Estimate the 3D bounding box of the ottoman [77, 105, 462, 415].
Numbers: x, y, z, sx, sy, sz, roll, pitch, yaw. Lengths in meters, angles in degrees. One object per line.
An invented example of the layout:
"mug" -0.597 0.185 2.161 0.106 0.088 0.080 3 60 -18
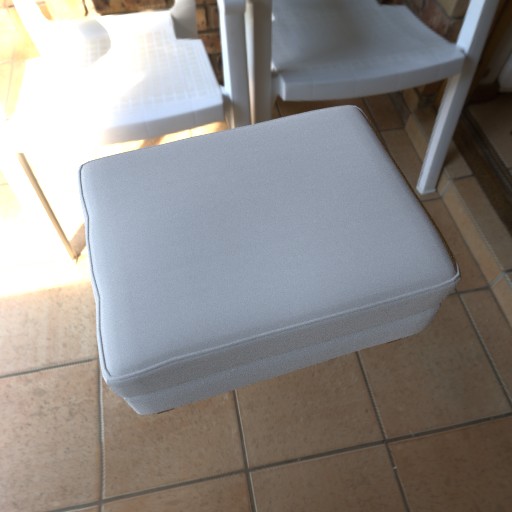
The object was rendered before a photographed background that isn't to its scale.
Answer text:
"ottoman" 0.000 0.000 1.226 0.818 0.479 0.634 -15 60 -9
